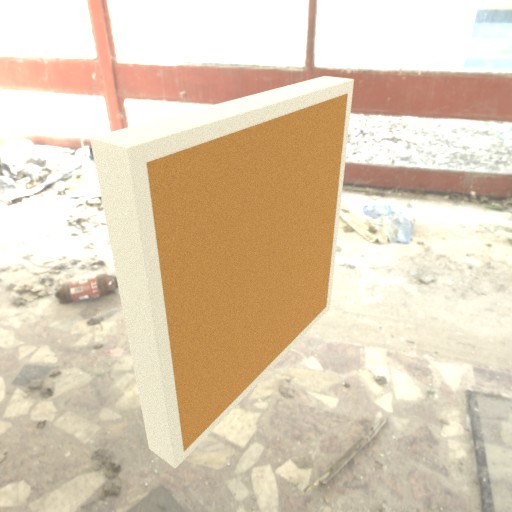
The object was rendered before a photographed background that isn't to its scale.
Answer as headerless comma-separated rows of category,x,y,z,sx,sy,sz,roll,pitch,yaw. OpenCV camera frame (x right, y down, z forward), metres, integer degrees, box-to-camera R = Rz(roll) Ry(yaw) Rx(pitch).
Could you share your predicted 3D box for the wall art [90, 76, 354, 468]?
wall art,0.000,0.000,0.453,0.037,0.305,0.305,20,36,31
